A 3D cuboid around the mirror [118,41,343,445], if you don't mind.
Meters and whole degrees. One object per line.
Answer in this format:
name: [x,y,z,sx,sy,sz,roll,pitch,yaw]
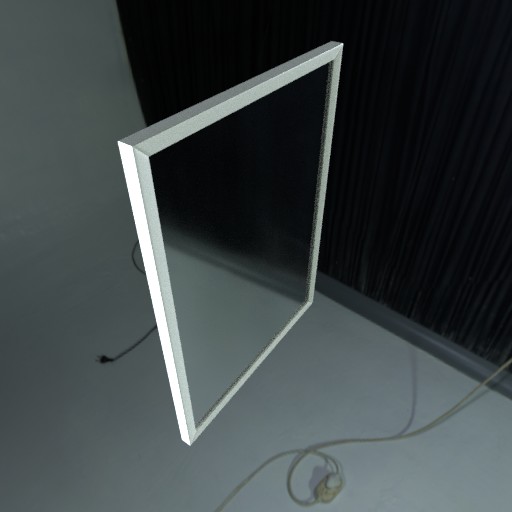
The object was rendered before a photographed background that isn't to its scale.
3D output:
mirror: [0.000,0.000,1.309,0.040,1.016,0.762,25,46,26]
